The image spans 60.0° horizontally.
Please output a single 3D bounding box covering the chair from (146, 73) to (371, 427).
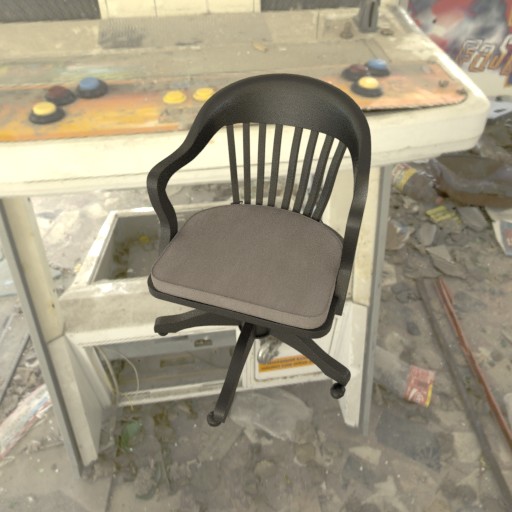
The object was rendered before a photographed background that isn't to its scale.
[{"bbox_3d":[0.000,0.000,1.426,0.750,0.878,0.788,13,45,13],"label":"chair"}]
